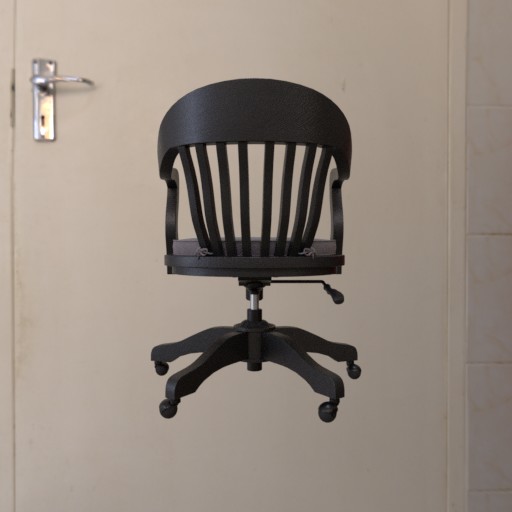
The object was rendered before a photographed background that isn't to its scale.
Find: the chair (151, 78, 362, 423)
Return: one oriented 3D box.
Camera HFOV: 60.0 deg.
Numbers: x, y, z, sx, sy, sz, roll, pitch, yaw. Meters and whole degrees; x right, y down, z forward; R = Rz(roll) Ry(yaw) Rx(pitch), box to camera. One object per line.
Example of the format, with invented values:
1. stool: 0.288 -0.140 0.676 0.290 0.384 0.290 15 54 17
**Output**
1. chair: 0.000 0.000 1.478 0.750 0.878 0.788 0 1 0
